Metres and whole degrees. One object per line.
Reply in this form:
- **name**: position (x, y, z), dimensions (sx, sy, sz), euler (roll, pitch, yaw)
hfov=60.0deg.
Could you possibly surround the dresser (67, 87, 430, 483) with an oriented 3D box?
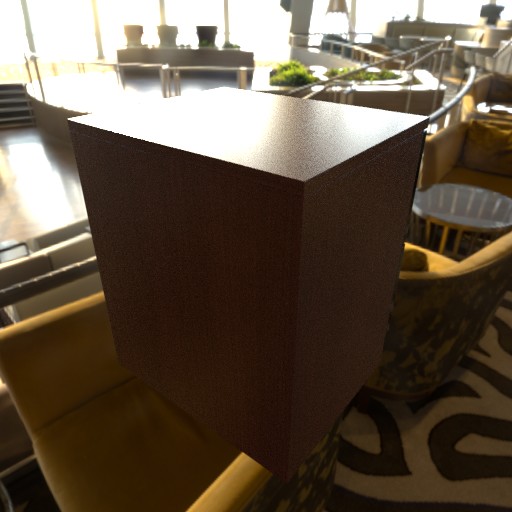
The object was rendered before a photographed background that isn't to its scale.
- **dresser**: position (0.000, 0.000, 0.763), dimensions (0.400, 0.470, 0.360), euler (22, 37, 32)
